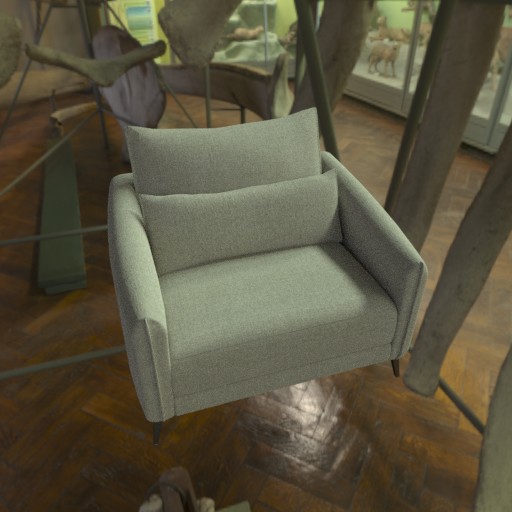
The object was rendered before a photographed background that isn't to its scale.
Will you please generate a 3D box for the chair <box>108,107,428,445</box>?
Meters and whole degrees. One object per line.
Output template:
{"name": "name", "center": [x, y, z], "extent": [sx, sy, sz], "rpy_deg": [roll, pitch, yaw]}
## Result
{"name": "chair", "center": [0.000, 0.000, 1.648], "extent": [1.029, 0.856, 0.801], "rpy_deg": [-10, 34, -15]}
